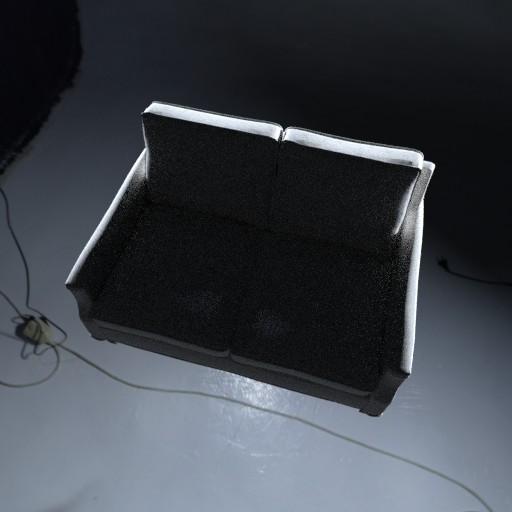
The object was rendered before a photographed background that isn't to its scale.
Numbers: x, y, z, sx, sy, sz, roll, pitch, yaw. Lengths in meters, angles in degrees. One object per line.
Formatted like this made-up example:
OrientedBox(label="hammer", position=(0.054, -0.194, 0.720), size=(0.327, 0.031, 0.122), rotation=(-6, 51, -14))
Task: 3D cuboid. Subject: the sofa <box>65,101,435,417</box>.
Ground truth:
OrientedBox(label="sofa", position=(0.000, 0.000, 2.275), size=(1.597, 1.003, 1.084), rotation=(13, 59, 8))
